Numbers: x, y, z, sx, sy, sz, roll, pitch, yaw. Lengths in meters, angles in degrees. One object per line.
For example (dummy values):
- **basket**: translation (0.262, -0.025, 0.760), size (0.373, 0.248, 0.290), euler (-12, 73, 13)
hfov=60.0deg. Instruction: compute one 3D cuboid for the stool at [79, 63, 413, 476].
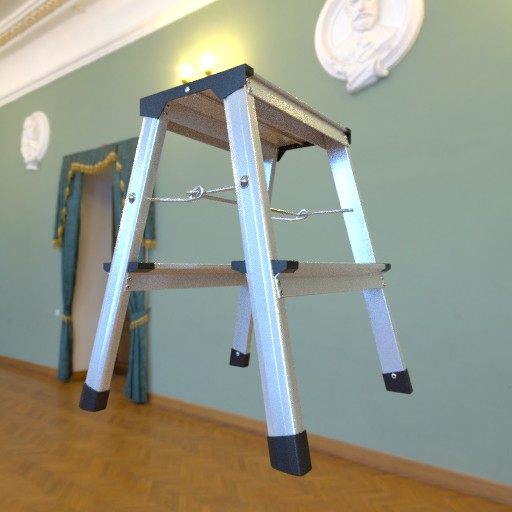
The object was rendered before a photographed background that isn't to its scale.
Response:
- **stool**: translation (0.000, 0.000, 0.749), size (0.405, 0.480, 0.404), euler (-1, -2, 35)
